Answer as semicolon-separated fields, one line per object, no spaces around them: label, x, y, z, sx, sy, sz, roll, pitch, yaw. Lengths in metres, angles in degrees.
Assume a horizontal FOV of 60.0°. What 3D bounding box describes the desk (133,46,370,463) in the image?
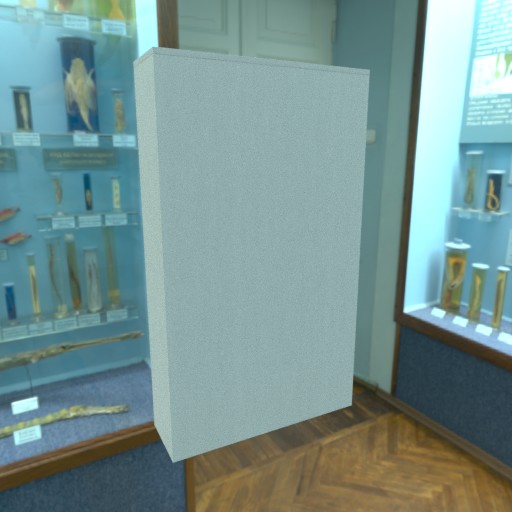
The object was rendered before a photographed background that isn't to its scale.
desk;0.000;0.000;1.603;0.750;1.280;0.250;-7;15;-27
